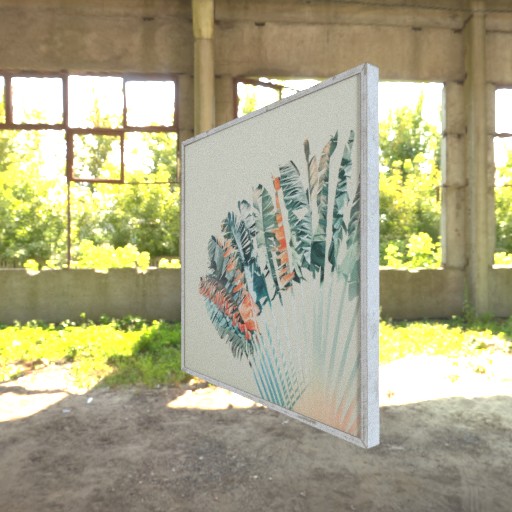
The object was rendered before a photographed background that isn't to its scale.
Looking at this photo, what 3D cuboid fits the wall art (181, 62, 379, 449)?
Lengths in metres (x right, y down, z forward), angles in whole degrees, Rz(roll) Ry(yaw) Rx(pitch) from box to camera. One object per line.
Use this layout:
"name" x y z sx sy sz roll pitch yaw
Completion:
"wall art" 0.000 0.000 1.179 0.038 0.757 0.760 0 0 -38
